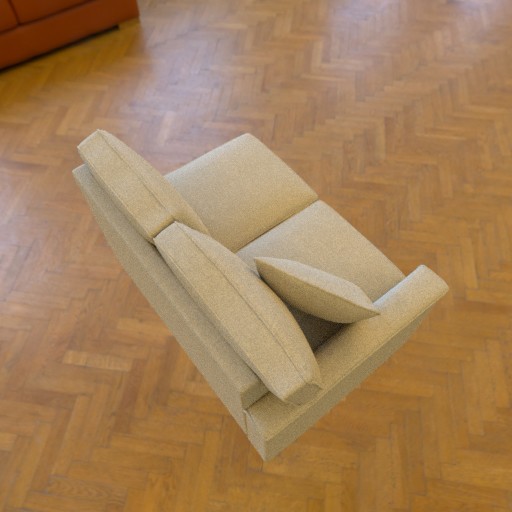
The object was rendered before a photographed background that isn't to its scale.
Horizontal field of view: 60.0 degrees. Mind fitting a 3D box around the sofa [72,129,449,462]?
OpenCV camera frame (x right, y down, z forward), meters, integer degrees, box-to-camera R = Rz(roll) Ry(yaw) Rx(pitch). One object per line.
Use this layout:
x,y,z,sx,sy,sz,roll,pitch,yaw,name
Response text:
0.000,0.000,2.075,0.991,0.989,1.388,-34,64,-19,sofa
